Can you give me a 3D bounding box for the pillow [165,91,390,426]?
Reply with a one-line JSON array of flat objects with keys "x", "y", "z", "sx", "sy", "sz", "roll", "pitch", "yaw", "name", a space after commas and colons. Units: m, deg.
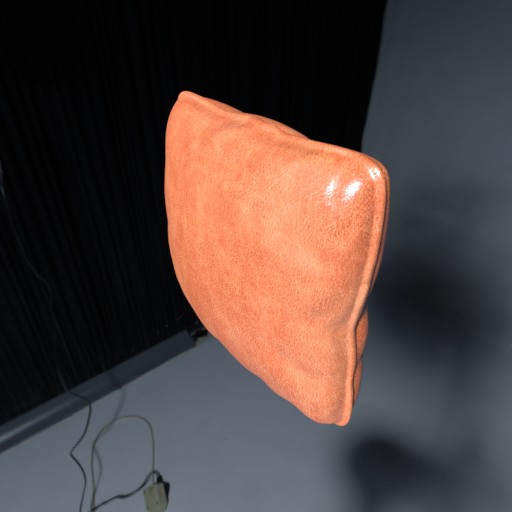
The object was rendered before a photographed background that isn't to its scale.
[{"x": 0.000, "y": 0.000, "z": 0.845, "sx": 0.236, "sy": 0.523, "sz": 0.532, "roll": -23, "pitch": 39, "yaw": -31, "name": "pillow"}]
